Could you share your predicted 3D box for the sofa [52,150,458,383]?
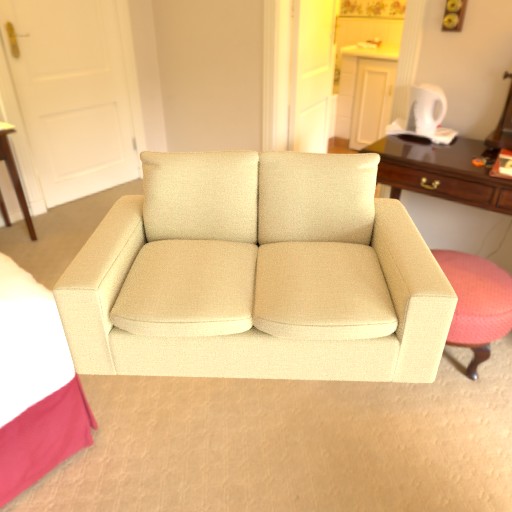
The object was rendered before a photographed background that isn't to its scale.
[{"bbox_3d":[0.000,0.000,2.355,1.754,0.875,1.091,1,31,2],"label":"sofa"}]
